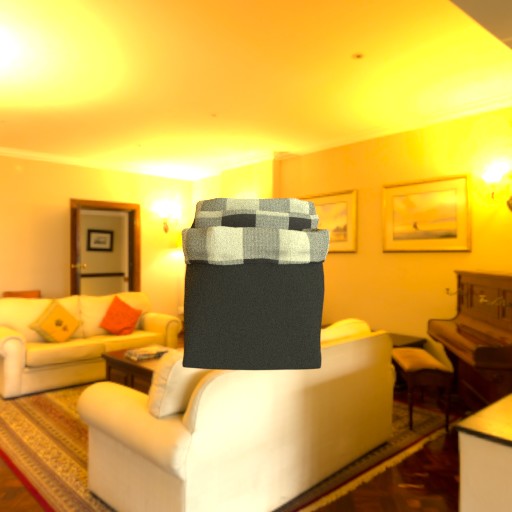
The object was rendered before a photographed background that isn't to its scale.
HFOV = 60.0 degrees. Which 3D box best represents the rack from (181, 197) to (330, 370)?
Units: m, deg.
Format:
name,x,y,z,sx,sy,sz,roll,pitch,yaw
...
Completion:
name,x,y,z,sx,sy,sz,roll,pitch,yaw
rack,0.000,0.000,1.064,0.370,0.329,0.889,0,0,-1
